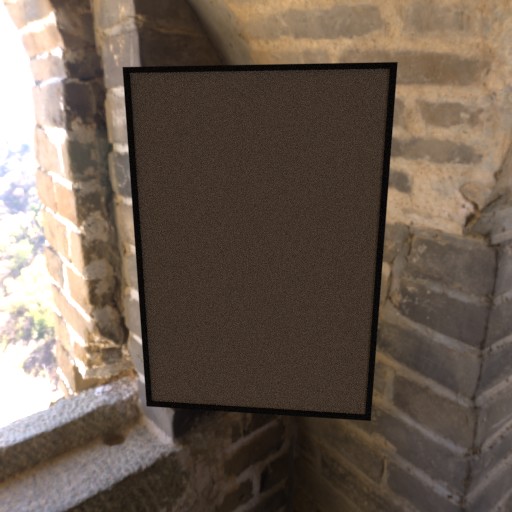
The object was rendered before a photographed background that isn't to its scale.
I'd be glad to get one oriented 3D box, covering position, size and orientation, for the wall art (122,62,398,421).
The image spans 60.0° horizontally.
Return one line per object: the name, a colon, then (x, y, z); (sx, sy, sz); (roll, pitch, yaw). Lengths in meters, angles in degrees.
wall art: (0.000, 0.000, 0.826); (0.460, 0.660, 0.013); (2, 15, 6)
